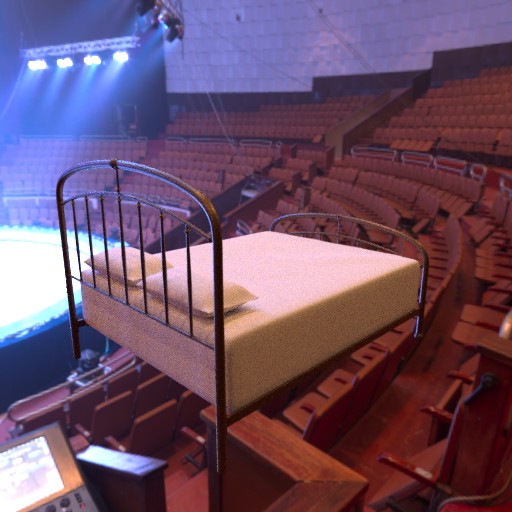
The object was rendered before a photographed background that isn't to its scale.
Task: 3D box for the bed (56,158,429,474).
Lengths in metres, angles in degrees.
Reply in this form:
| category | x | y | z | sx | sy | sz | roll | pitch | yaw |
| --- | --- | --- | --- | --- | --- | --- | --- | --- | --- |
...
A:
| category | x | y | z | sx | sy | sz | roll | pitch | yaw |
| --- | --- | --- | --- | --- | --- | --- | --- | --- | --- |
| bed | 0.000 | 0.000 | 3.266 | 2.168 | 1.475 | 1.711 | -14 | 21 | -43 |
